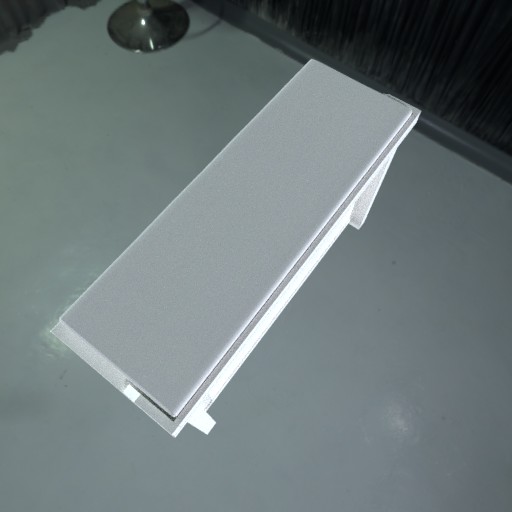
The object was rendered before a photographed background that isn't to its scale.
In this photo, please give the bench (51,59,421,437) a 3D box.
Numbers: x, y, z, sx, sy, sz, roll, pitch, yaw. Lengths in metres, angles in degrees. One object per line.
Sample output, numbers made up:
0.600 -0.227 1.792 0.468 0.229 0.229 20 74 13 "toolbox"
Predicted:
0.000 0.000 1.282 0.346 0.589 0.987 34 69 15 "bench"
